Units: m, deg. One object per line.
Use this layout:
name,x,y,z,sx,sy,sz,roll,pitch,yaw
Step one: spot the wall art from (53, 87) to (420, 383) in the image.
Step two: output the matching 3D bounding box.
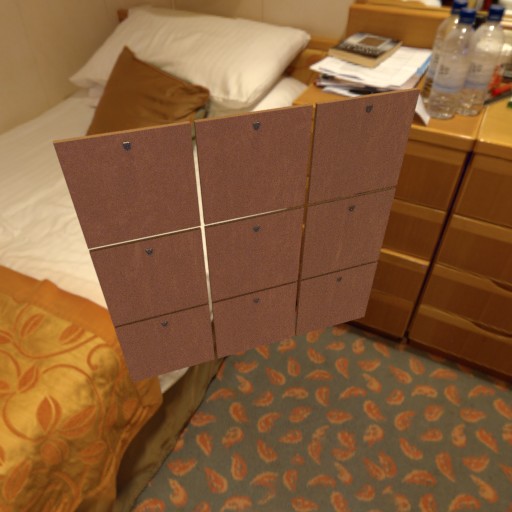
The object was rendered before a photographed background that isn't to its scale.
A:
wall art,0.000,0.000,1.359,0.915,0.913,0.018,-13,43,-14
